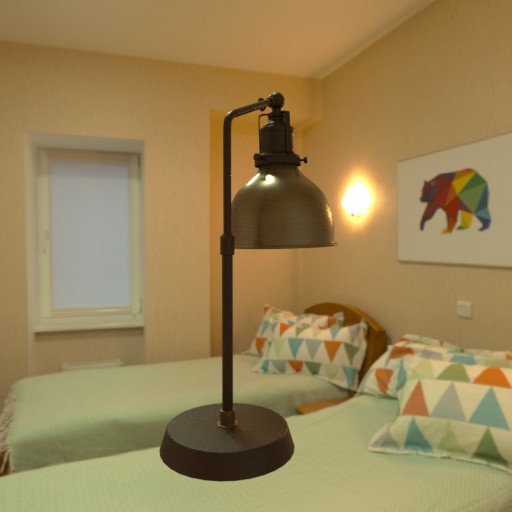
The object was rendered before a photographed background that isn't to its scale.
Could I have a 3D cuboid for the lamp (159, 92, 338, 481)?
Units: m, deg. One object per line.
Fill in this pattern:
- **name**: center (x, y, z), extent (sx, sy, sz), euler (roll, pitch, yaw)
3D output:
- **lamp**: center (0.000, 0.000, 0.599), extent (0.175, 0.469, 0.298), euler (1, 2, 36)
